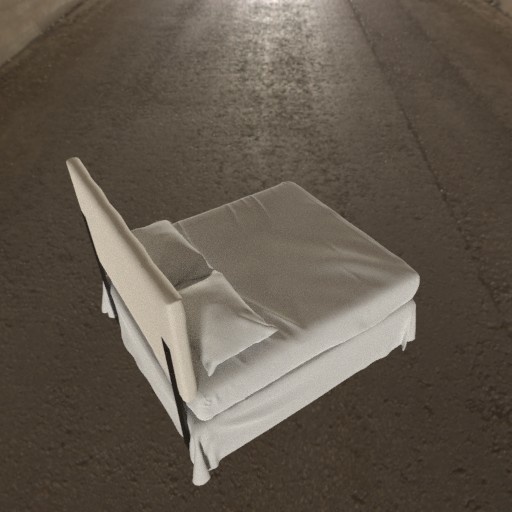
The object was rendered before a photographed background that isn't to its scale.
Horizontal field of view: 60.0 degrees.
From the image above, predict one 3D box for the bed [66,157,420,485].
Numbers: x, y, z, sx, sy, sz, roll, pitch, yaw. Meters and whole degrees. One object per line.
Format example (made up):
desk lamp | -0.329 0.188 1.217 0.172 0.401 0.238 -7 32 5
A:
bed | 0.000 0.000 3.450 2.222 1.577 1.936 -24 46 -25
